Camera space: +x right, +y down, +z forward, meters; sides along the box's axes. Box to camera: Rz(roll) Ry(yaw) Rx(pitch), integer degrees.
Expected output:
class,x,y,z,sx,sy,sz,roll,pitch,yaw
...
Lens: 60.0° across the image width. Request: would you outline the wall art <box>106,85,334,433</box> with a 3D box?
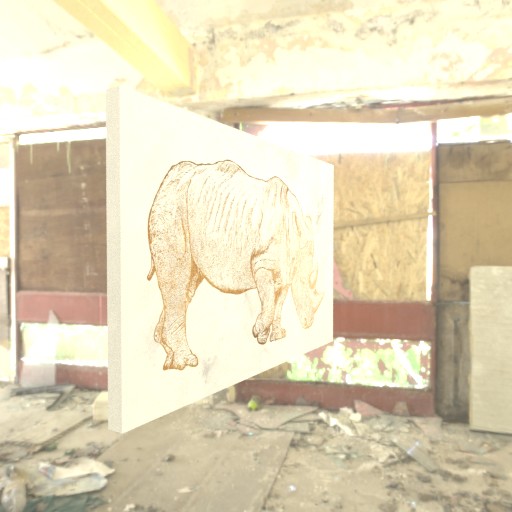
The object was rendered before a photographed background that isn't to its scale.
class,x,y,z,sx,sy,sz,roll,pitch,yaw
wall art,0.000,0.000,1.168,0.038,0.610,0.915,1,2,33
